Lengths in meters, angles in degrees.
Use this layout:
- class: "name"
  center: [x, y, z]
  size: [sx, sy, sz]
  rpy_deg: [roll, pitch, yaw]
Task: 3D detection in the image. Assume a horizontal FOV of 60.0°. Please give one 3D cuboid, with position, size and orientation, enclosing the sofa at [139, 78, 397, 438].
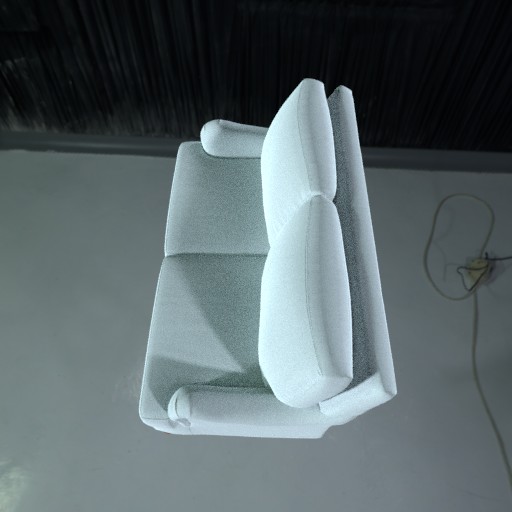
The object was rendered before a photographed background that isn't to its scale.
- class: "sofa"
  center: [0.000, 0.000, 2.491]
  size: [1.084, 1.101, 1.853]
  rpy_deg: [1, 58, 1]
